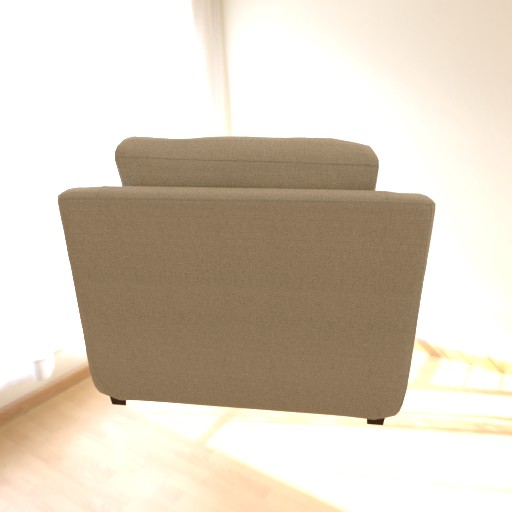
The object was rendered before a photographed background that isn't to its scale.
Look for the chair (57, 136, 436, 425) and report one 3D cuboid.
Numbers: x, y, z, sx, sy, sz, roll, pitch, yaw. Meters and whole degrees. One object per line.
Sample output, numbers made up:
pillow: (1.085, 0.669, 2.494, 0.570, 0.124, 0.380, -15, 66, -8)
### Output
chair: (0.000, 0.000, 1.903, 1.178, 1.016, 1.009, 2, 18, 7)
